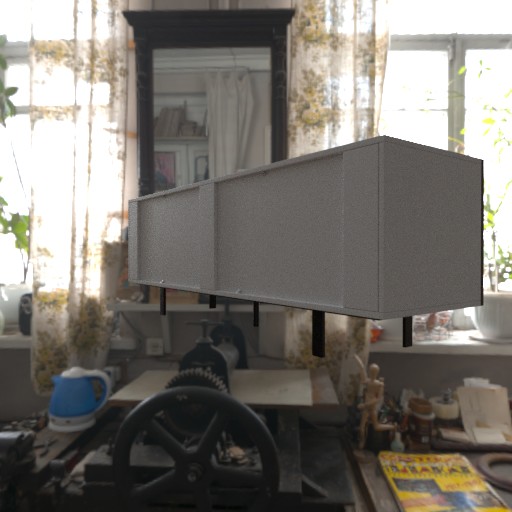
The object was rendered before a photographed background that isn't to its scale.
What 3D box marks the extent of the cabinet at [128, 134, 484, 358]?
[{"bbox_3d":[0.000,0.000,1.679,0.431,0.533,1.499,0,1,-37],"label":"cabinet"}]
